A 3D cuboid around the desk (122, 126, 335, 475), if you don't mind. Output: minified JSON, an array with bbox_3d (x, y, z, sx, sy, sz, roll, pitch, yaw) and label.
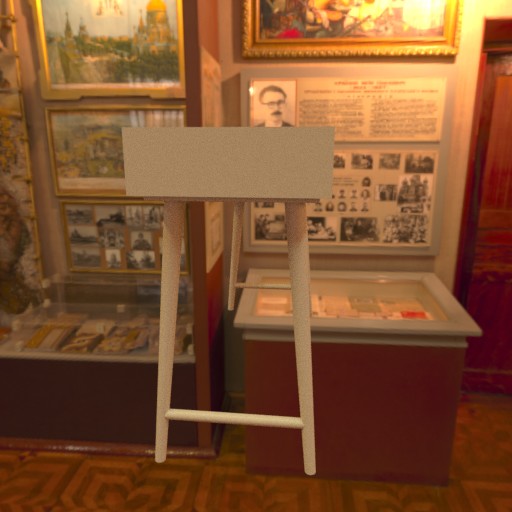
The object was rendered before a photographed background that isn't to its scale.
[{"bbox_3d":[0.000,0.000,1.423,0.409,0.761,1.069,2,14,6],"label":"desk"}]
